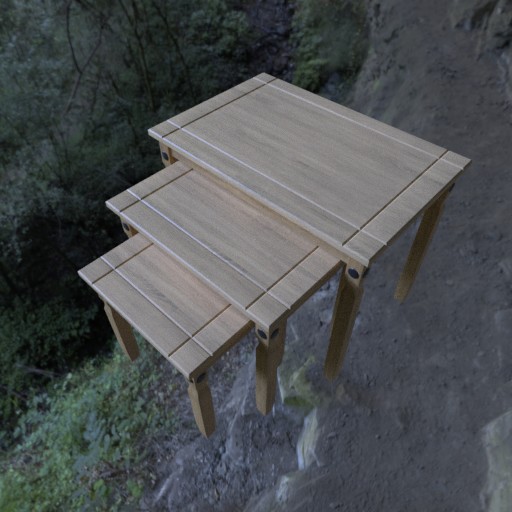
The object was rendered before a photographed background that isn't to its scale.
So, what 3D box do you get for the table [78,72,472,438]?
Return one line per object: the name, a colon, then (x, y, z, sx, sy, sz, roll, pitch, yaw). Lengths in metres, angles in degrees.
table: (0.000, 0.000, 1.188, 0.660, 0.535, 0.773, 34, 56, 28)
